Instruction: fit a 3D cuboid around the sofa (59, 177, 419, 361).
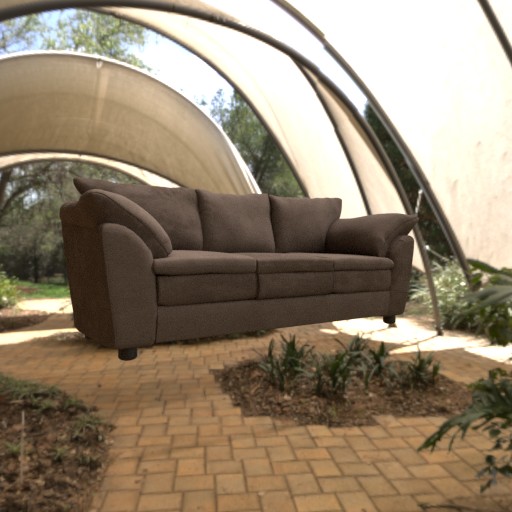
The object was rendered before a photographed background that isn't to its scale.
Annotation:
[{"bbox_3d":[0.000,0.000,2.941,2.377,0.981,0.893,0,0,-35],"label":"sofa"}]
